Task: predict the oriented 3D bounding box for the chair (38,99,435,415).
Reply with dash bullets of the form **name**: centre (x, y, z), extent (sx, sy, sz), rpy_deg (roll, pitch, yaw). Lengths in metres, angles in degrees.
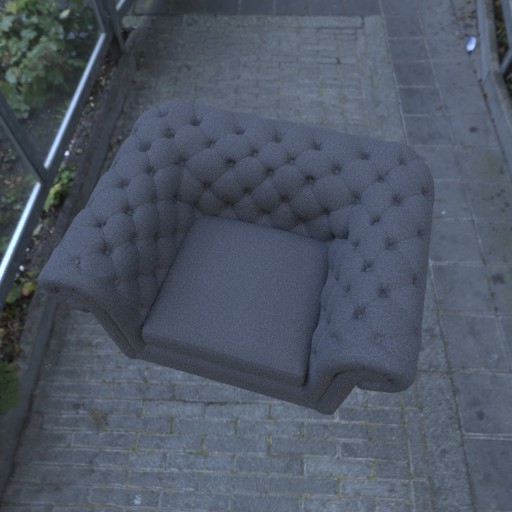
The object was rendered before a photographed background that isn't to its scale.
- **chair**: centre (0.000, 0.000, 1.869), extent (1.270, 0.770, 0.976), rpy_deg (14, 59, 8)
